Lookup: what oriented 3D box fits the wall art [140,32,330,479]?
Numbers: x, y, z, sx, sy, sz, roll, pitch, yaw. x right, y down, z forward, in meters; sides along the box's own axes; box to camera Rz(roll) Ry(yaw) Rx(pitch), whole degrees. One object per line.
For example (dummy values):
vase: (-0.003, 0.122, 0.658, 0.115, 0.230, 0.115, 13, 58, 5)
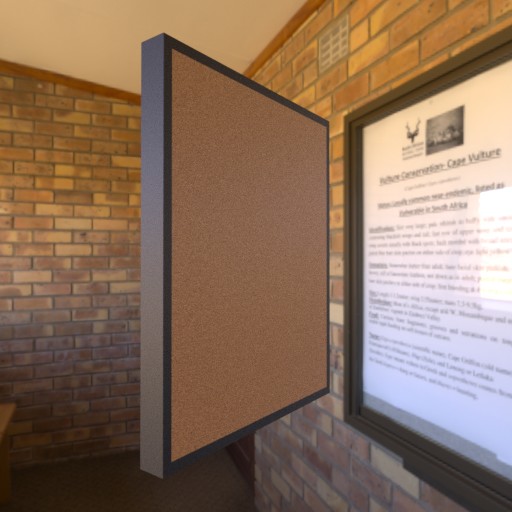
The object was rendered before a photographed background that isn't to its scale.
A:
wall art: (0.000, 0.000, 0.493, 0.030, 0.369, 0.294, 0, -1, 37)
